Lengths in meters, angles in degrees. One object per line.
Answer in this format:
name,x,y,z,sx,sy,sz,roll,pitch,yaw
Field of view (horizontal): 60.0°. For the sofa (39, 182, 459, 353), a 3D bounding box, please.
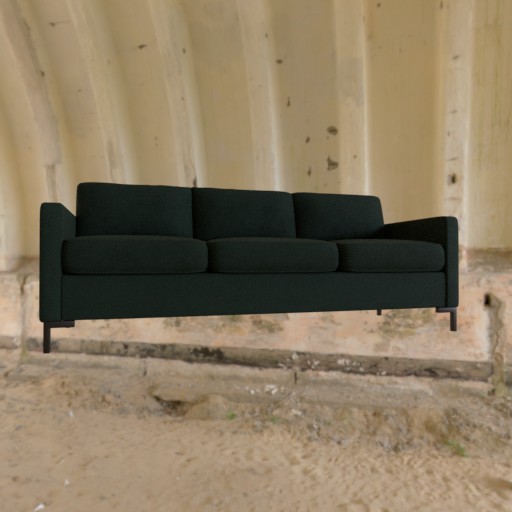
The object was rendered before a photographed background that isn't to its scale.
sofa,0.000,0.000,2.631,2.218,0.870,0.859,0,-1,-17
